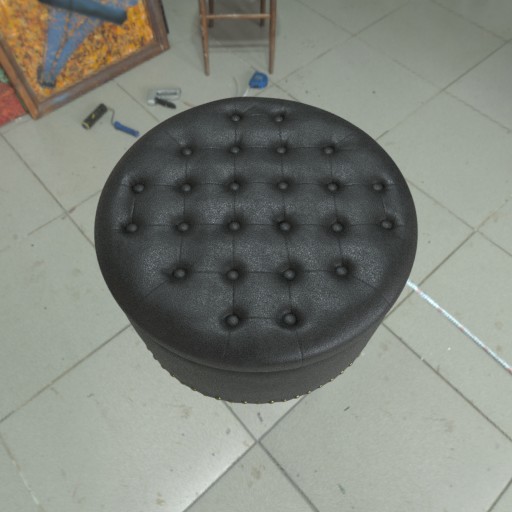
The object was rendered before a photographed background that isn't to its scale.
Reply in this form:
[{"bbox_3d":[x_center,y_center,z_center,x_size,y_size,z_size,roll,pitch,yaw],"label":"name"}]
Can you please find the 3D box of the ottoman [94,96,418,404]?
[{"bbox_3d":[0.000,0.000,1.043,0.637,0.442,0.637,0,60,0],"label":"ottoman"}]
